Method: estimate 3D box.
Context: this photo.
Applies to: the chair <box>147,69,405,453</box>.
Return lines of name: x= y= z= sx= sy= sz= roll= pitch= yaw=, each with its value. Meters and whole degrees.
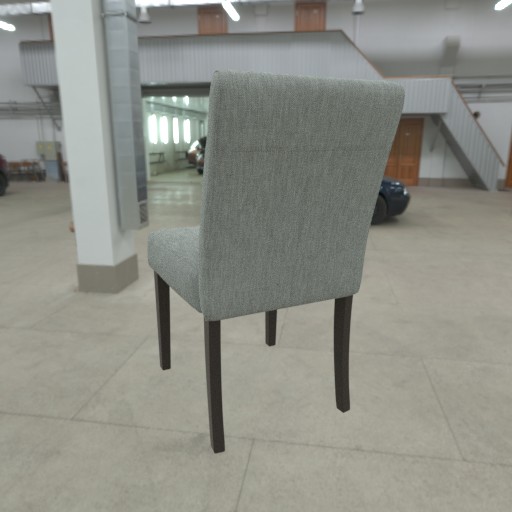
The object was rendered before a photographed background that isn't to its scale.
chair: x=0.000 y=0.000 z=1.243 sx=0.487 sy=0.884 sz=0.629 roll=-7 pitch=16 yaw=-25
